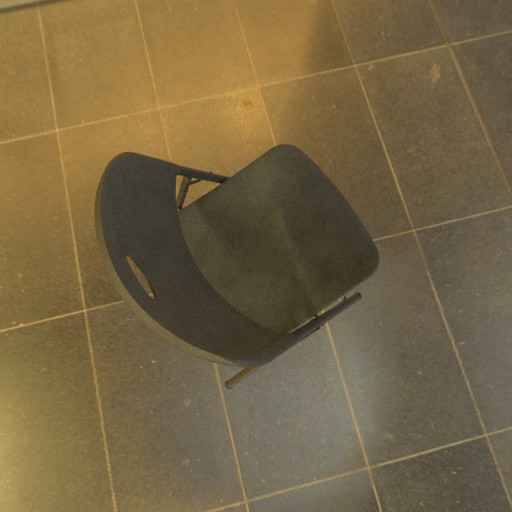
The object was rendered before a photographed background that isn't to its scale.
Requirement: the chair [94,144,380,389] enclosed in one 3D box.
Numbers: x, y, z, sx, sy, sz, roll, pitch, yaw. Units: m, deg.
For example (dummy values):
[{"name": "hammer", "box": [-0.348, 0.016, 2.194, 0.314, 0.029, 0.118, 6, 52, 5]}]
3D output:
[{"name": "chair", "box": [0.000, 0.000, 1.163, 0.566, 0.810, 0.494, -33, 78, -8]}]
